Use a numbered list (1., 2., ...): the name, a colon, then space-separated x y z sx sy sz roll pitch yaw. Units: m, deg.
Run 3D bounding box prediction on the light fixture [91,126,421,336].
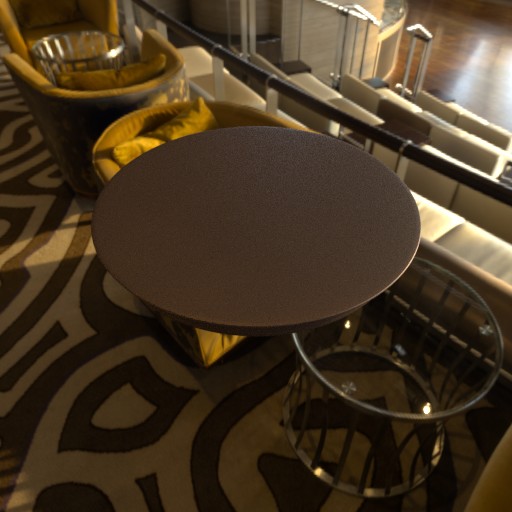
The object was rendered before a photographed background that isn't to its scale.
1. light fixture: 0.000 0.000 0.434 0.280 0.135 0.280 0 43 0
